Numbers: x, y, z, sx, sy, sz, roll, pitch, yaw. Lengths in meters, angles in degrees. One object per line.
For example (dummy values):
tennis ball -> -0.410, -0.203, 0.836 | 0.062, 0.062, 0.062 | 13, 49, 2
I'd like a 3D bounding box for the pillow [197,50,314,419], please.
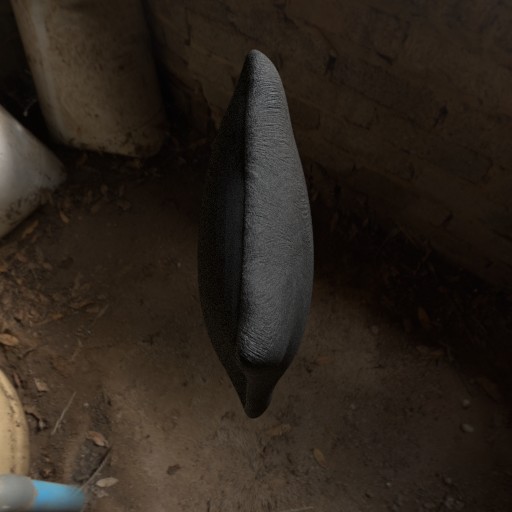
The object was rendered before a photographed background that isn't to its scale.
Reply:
pillow -> 0.000, 0.000, 0.834 | 0.210, 0.523, 0.533 | 0, 64, 0
